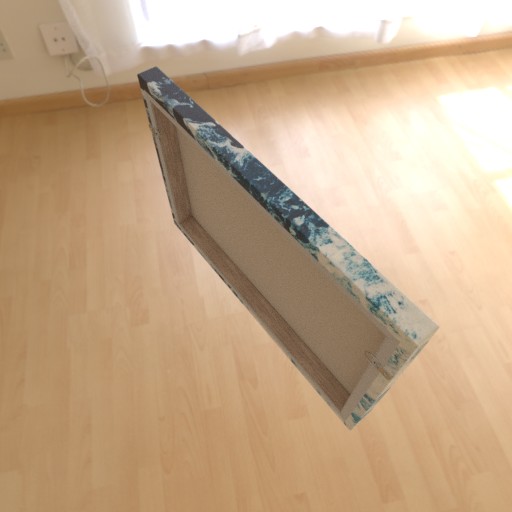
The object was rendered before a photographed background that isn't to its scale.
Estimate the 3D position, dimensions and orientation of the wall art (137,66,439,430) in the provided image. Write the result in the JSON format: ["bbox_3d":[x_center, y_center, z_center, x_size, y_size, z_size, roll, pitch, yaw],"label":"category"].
[{"bbox_3d":[0.000,0.000,0.782,0.043,0.407,0.609,-33,62,-20],"label":"wall art"}]
